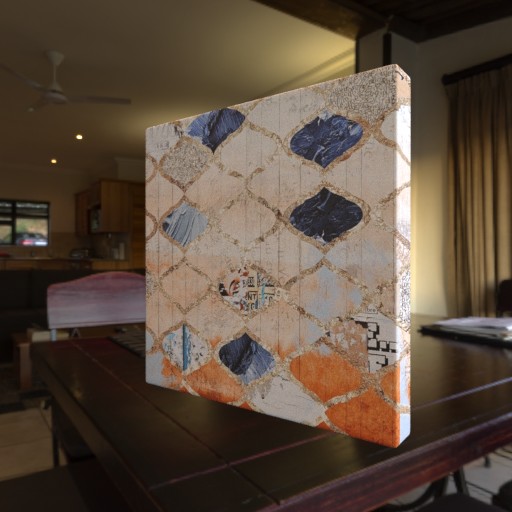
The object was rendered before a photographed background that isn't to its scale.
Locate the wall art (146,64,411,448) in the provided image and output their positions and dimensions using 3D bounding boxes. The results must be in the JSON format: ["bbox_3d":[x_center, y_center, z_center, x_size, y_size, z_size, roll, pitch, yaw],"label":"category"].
[{"bbox_3d":[0.000,0.000,0.453,0.303,0.304,0.036,0,0,37],"label":"wall art"}]
